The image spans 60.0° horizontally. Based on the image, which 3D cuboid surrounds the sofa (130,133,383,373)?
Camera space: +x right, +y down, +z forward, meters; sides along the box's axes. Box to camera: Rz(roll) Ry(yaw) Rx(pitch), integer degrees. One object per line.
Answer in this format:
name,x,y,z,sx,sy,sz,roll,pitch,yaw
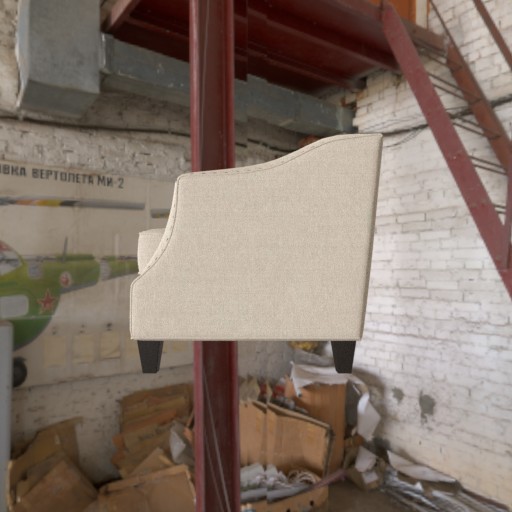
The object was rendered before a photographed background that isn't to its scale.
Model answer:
sofa,0.000,0.000,2.664,0.914,0.901,2.235,0,-2,0
